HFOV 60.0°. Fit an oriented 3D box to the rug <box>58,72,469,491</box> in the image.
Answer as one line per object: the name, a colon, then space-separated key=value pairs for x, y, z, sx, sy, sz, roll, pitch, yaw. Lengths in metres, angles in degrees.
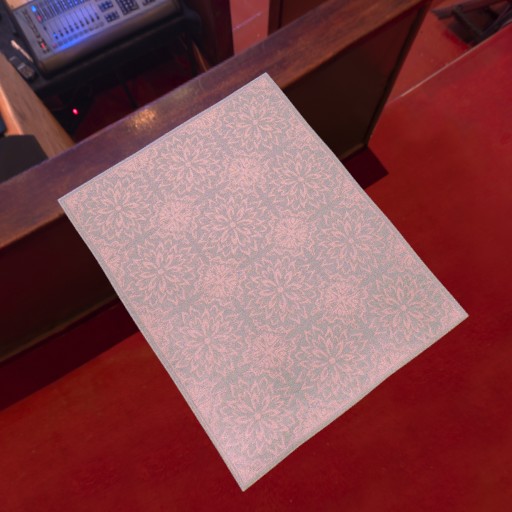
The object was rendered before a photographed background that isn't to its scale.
rug: x=0.000 y=0.000 z=3.936 sx=2.363 sy=0.012 sz=2.980 roll=-34 pitch=78 yaw=-9
